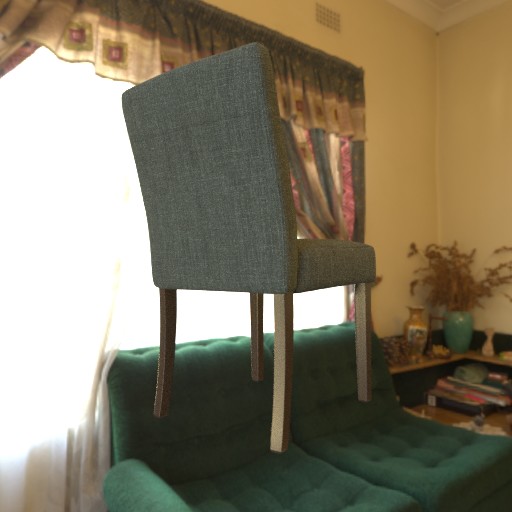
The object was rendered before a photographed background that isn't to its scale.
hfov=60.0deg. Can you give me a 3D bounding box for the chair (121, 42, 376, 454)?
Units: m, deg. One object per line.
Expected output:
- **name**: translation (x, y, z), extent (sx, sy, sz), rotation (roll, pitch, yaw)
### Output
- **chair**: translation (0.000, 0.000, 1.257), extent (0.487, 0.884, 0.629), rotation (-1, -1, 36)
